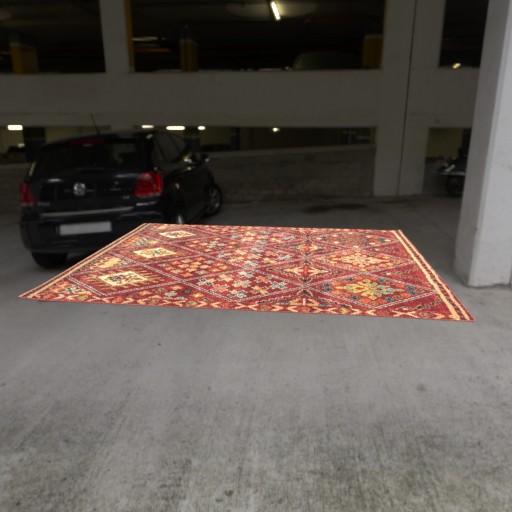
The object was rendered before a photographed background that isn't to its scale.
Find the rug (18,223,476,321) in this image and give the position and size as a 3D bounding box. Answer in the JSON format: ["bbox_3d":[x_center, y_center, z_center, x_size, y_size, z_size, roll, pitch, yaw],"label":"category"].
[{"bbox_3d":[0.000,0.000,4.124,3.086,0.030,2.489,2,17,7],"label":"rug"}]
